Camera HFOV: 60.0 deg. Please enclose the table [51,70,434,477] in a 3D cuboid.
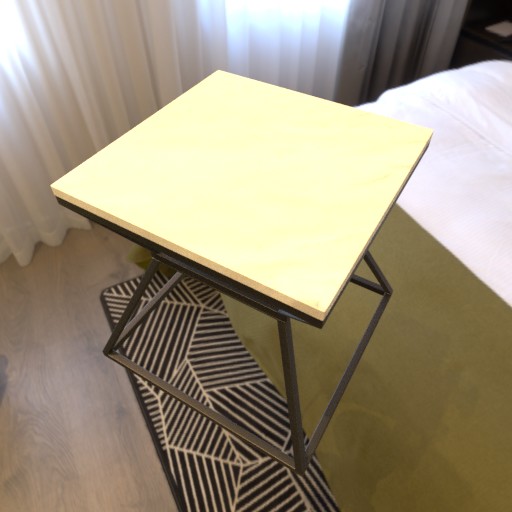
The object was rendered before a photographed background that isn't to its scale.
[{"bbox_3d":[0.000,0.000,0.803,0.455,0.431,0.455,24,52,20],"label":"table"}]
